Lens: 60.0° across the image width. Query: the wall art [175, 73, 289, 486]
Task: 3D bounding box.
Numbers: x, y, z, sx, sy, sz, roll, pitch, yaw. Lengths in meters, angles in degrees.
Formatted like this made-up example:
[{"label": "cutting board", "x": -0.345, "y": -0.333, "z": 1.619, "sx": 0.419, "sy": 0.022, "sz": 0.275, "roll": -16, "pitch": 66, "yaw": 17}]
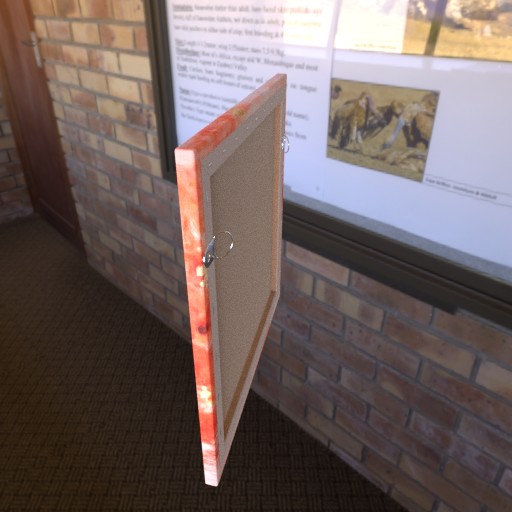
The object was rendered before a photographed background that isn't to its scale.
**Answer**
[{"label": "wall art", "x": 0.000, "y": 0.000, "z": 1.290, "sx": 0.066, "sy": 0.878, "sz": 0.878, "roll": 7, "pitch": 31, "yaw": 11}]
